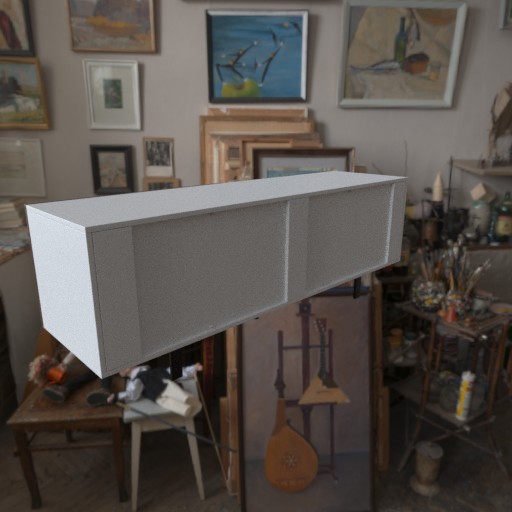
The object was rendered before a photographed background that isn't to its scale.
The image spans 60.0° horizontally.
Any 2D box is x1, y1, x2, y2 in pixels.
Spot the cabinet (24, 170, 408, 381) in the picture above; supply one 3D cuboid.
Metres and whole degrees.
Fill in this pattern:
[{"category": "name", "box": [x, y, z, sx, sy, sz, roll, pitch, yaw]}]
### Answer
[{"category": "cabinet", "box": [0.000, 0.000, 1.742, 1.499, 0.533, 0.431, -15, 22, -41]}]
